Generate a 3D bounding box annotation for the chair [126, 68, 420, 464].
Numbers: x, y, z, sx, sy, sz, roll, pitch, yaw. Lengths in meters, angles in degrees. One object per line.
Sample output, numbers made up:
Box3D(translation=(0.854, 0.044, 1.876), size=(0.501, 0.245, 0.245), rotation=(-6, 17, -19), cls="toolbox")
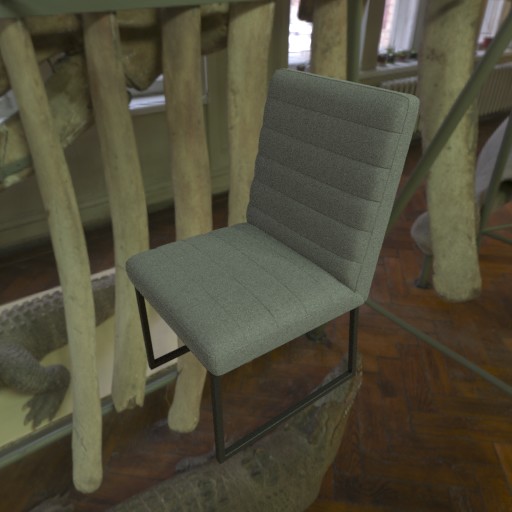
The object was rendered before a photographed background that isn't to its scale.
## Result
Box3D(translation=(0.000, 0.000, 1.309), size=(0.634, 0.930, 0.520), rotation=(-22, 38, -30), cls="chair")
